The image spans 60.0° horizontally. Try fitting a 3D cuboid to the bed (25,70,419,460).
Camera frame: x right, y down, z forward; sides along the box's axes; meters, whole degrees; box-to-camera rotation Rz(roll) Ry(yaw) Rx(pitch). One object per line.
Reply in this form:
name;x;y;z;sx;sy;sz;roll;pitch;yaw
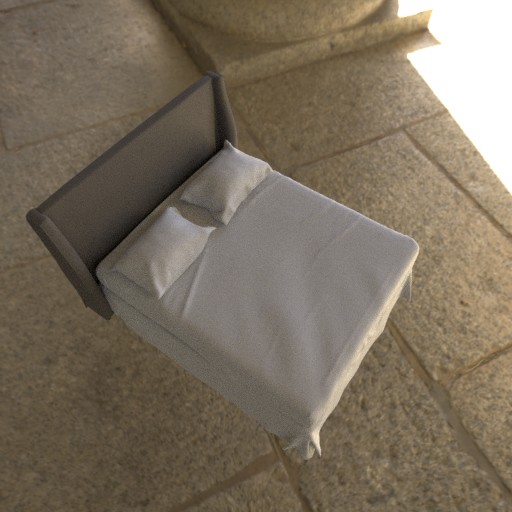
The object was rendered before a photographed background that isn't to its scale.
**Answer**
bed;0.000;0.000;3.401;2.276;1.332;1.925;30;61;19
